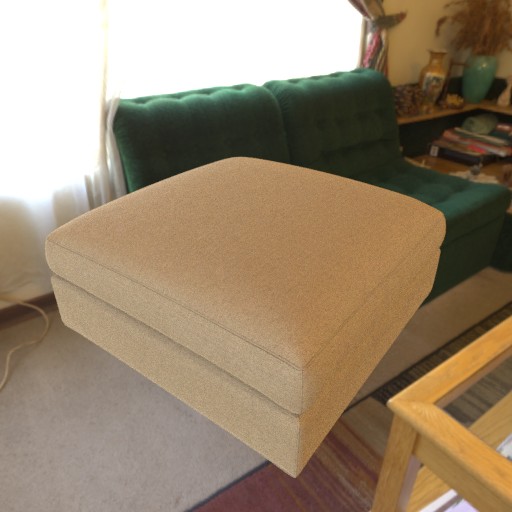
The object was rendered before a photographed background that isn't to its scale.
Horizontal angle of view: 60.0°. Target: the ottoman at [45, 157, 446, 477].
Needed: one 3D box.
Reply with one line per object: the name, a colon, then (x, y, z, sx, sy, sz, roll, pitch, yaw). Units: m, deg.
ottoman: (0.000, 0.000, 1.596, 1.041, 0.470, 1.041, 21, 36, 31)
